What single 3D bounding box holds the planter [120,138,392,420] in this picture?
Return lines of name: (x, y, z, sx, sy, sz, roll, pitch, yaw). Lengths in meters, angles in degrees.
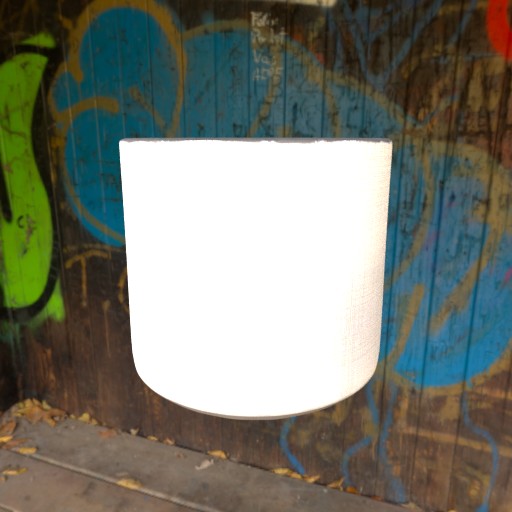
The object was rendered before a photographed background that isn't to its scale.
planter: (0.000, 0.000, 0.392, 0.221, 0.201, 0.221, 0, 15, 0)
